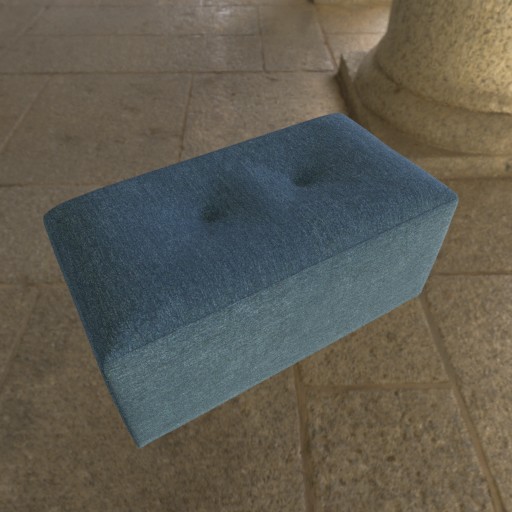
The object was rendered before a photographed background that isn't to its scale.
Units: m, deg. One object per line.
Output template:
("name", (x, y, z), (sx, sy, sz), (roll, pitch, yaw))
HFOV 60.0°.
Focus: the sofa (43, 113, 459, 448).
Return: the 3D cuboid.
("sofa", (0.000, 0.000, 1.197), (0.930, 0.470, 0.480), (-23, 51, -20))
